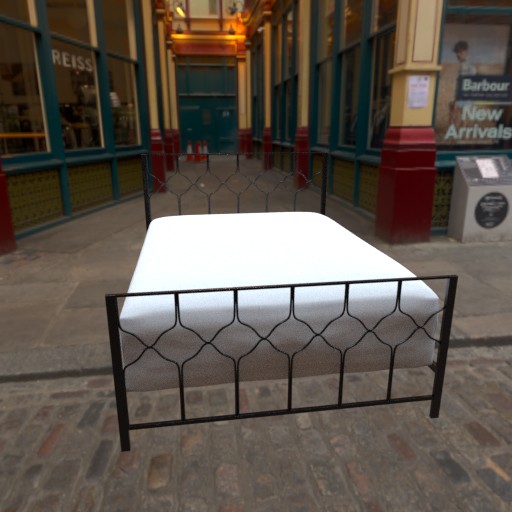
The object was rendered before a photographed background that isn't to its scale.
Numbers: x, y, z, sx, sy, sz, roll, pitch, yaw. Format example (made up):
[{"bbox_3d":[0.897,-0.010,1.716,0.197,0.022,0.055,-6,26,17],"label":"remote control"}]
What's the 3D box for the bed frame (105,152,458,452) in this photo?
[{"bbox_3d":[0.000,0.000,2.986,1.597,1.222,2.063,-3,17,-9],"label":"bed frame"}]
